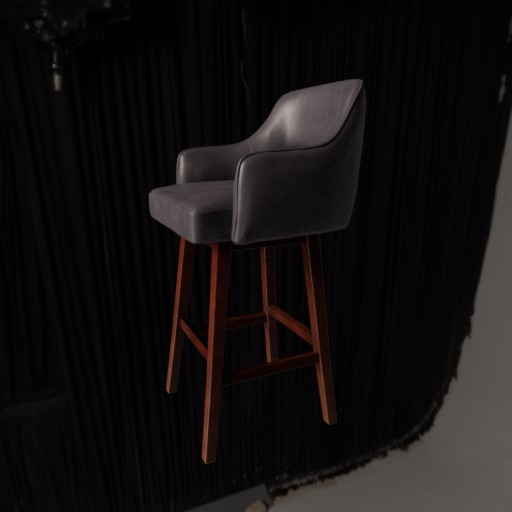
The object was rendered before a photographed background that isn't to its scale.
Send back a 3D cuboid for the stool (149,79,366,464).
[{"bbox_3d":[0.000,0.000,1.386,0.560,1.041,0.550,-7,16,-25],"label":"stool"}]
